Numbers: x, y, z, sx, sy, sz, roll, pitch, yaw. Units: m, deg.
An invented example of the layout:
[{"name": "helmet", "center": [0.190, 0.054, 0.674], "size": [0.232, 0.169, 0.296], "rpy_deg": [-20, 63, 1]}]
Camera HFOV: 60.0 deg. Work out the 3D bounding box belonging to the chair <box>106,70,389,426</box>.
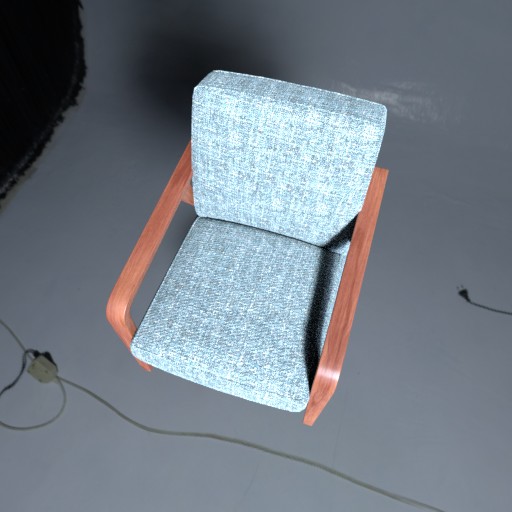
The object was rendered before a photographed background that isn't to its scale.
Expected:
[{"name": "chair", "center": [0.000, 0.000, 1.538], "size": [0.719, 0.864, 0.889], "rpy_deg": [16, 59, 10]}]
